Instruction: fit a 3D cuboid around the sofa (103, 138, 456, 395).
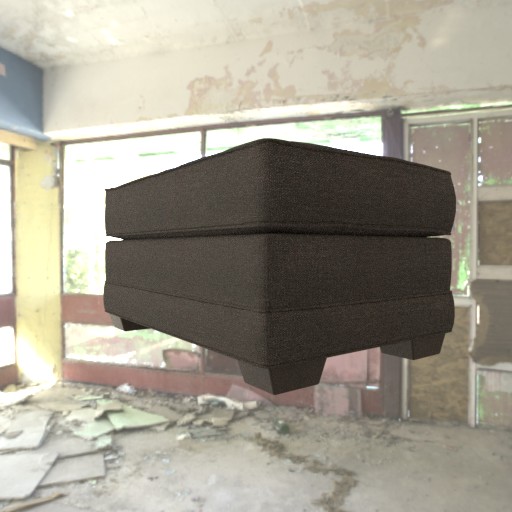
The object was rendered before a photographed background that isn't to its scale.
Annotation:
[{"bbox_3d":[0.000,0.000,1.214,0.578,0.457,0.854,-1,1,-36],"label":"sofa"}]
